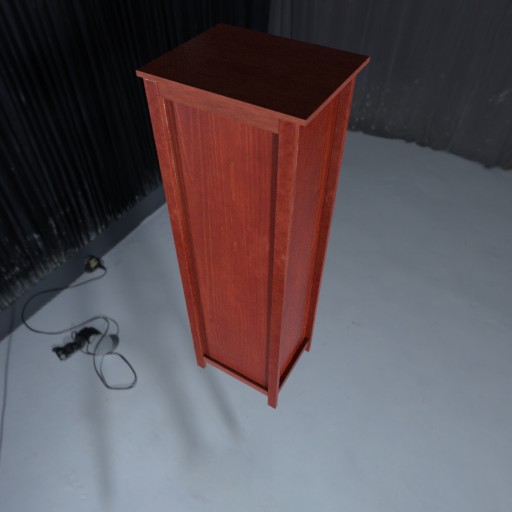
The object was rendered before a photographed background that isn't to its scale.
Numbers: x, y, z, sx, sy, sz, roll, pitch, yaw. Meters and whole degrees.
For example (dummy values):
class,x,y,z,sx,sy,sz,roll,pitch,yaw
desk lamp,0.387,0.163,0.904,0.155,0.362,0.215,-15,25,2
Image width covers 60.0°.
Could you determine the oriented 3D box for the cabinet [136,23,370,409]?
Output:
class,x,y,z,sx,sy,sz,roll,pitch,yaw
cabinet,0.000,0.000,1.750,0.500,1.518,0.401,23,51,21
